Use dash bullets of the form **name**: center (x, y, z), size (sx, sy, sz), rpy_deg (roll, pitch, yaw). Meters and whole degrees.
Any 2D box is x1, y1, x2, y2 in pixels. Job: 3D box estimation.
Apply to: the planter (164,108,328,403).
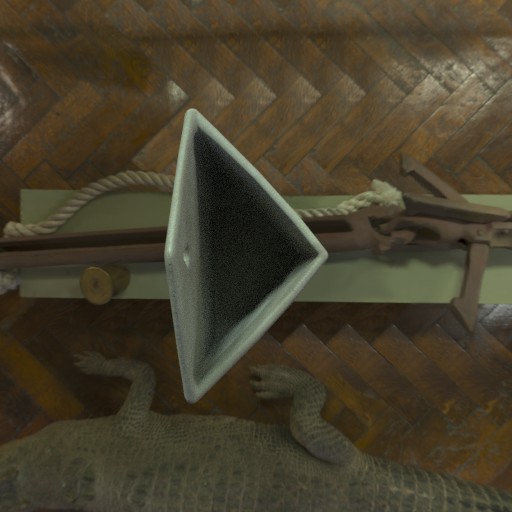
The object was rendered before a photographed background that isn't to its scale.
- **planter**: center (0.000, 0.000, 0.280), size (0.080, 0.194, 0.163), rpy_deg (0, 90, 0)
